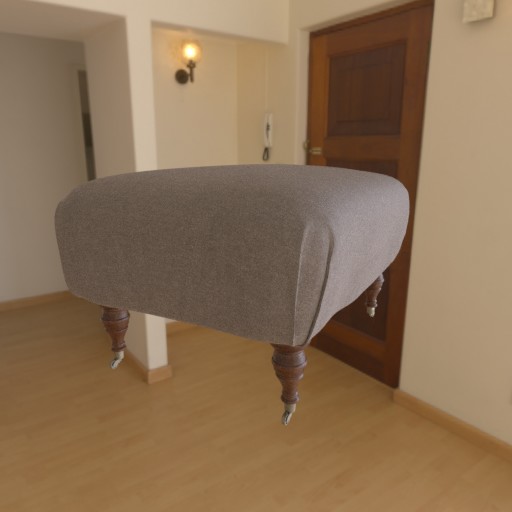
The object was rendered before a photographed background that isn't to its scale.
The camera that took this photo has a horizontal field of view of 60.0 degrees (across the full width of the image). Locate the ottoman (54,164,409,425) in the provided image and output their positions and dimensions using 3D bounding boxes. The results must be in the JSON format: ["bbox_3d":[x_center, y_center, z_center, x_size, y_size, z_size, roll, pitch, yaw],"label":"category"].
[{"bbox_3d":[0.000,0.000,1.115,0.622,0.450,0.747,8,16,28],"label":"ottoman"}]
